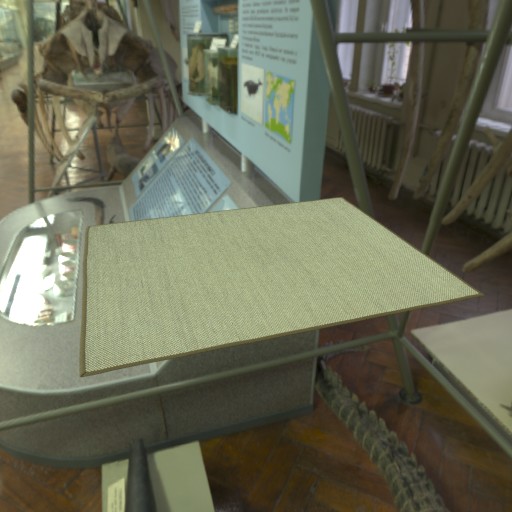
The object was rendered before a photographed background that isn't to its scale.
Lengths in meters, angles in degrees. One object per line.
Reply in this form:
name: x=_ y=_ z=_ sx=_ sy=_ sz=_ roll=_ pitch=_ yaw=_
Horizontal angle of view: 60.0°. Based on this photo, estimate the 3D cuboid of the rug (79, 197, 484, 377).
rug: x=0.000 y=0.000 z=4.097 sx=3.041 sy=0.020 sz=2.413 roll=-8 pitch=28 yaw=-16
